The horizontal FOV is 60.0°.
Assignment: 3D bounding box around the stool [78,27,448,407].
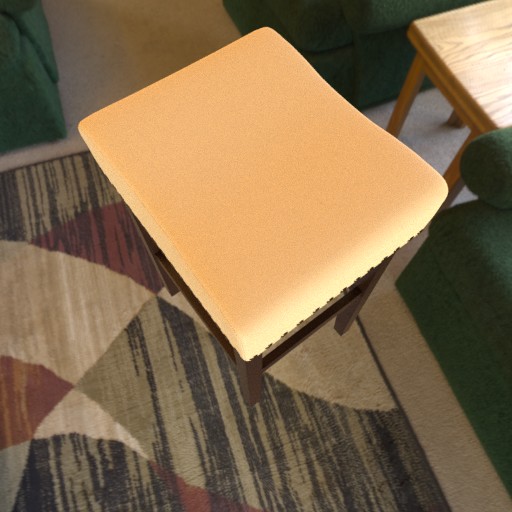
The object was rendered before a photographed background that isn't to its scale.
[{"bbox_3d":[0.000,0.000,1.027,0.401,0.762,0.471,-34,69,-15],"label":"stool"}]
